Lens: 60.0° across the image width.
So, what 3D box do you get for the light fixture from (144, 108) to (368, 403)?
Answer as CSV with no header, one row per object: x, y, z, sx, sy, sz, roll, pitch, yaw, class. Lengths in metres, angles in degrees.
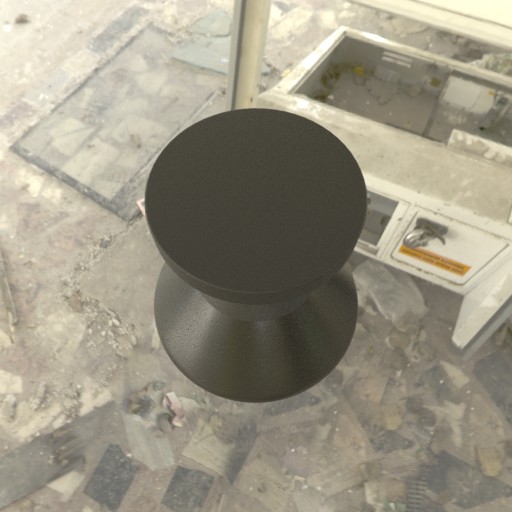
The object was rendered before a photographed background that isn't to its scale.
0.000,0.000,0.358,0.200,0.183,0.200,0,63,0,light fixture
